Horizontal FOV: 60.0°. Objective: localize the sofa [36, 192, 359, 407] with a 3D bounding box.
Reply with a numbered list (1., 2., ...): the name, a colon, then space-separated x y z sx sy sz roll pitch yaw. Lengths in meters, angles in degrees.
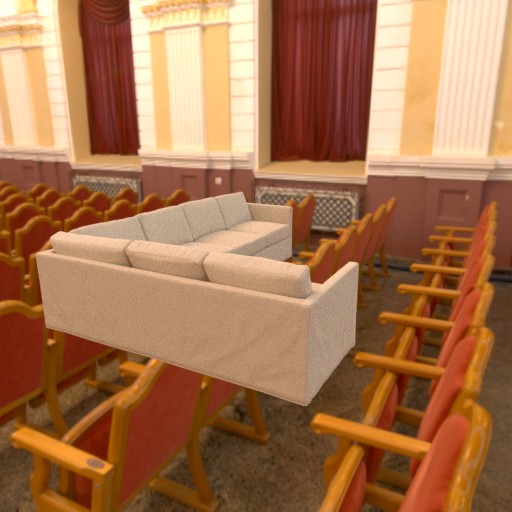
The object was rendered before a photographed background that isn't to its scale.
1. sofa: 0.000 0.000 4.481 2.432 0.871 3.182 8 18 27
